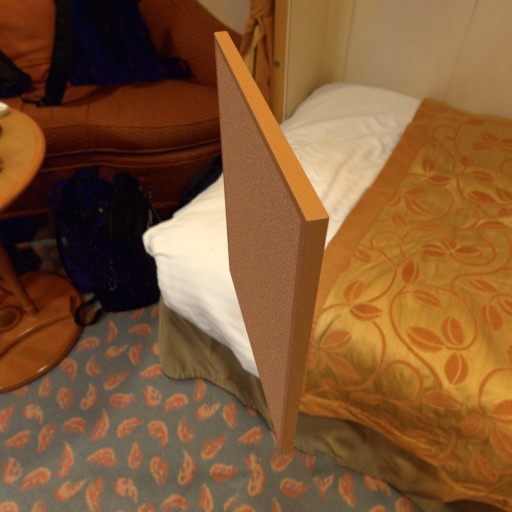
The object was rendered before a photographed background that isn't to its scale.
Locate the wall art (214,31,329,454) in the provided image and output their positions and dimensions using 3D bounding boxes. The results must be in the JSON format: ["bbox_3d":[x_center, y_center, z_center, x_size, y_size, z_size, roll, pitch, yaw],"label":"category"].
[{"bbox_3d":[0.000,0.000,0.506,0.015,0.379,0.310,-10,47,-10],"label":"wall art"}]
